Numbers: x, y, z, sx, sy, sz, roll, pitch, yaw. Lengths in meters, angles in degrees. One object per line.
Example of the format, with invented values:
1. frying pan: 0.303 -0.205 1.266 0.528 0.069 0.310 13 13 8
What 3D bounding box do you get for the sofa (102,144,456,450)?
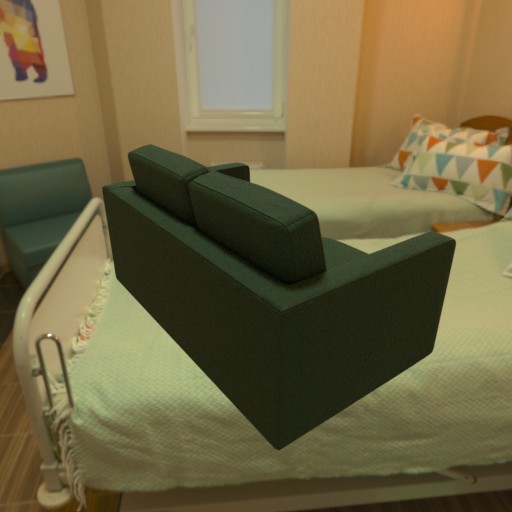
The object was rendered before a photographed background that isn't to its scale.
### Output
1. sofa: 0.000 0.000 2.039 0.879 0.899 1.430 -18 31 -32
